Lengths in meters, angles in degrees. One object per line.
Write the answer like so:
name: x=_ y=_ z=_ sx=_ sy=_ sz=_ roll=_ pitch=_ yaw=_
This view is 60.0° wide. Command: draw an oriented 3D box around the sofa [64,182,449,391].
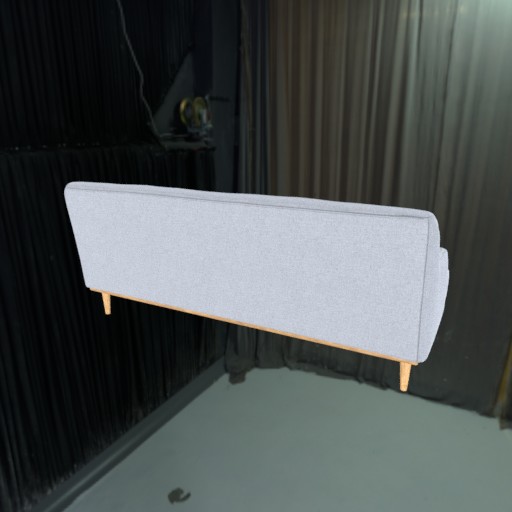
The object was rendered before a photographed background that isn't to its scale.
sofa: x=0.000 y=0.000 z=2.600 sx=2.057 sy=0.871 sz=0.978 roll=9 pitch=19 yaw=27
